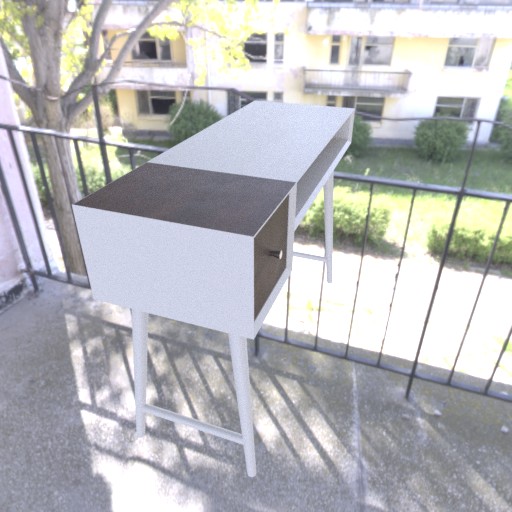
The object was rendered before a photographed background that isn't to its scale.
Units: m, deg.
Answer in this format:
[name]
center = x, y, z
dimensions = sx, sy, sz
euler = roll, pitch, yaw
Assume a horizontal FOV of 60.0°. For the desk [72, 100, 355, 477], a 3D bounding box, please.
[desk]
center = 0.000, 0.000, 1.473
dimensions = 0.409, 0.761, 1.069
euler = 11, 33, 17
